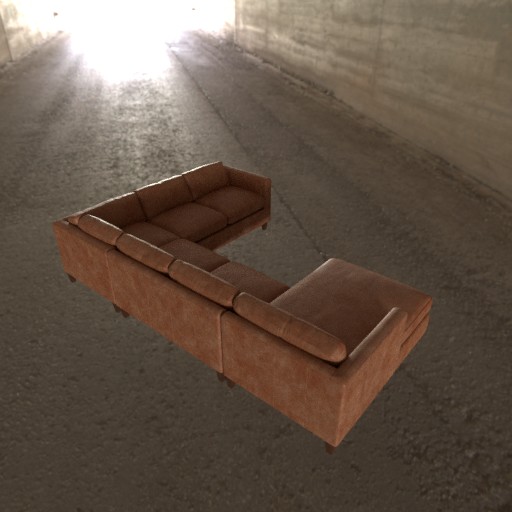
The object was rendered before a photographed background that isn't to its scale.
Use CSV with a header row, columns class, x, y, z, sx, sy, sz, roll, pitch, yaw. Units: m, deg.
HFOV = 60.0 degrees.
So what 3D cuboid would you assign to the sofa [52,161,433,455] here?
class,x,y,z,sx,sy,sz,roll,pitch,yaw
sofa,0.000,0.000,4.517,3.401,0.832,2.430,23,38,33
